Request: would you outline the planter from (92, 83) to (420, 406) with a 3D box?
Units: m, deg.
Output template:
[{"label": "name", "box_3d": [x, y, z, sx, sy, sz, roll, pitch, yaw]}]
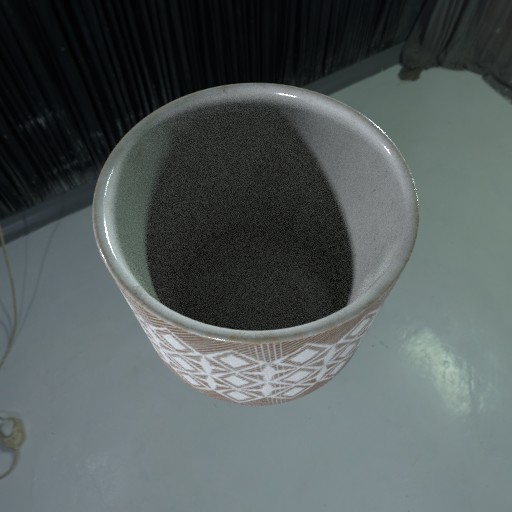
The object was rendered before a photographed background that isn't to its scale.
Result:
[{"label": "planter", "box_3d": [0.000, 0.000, 0.218, 0.126, 0.104, 0.126, 0, 59, 0]}]
